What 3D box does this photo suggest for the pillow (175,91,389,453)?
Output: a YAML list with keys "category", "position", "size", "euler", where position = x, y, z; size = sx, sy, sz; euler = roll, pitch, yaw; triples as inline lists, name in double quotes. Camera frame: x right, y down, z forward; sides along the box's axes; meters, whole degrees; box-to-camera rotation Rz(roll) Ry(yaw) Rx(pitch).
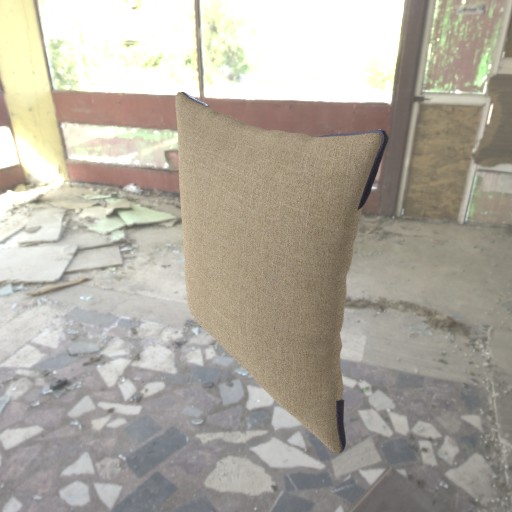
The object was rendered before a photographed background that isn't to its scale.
- category: "pillow"
  position: [0.000, 0.000, 0.676]
  size: [0.147, 0.441, 0.440]
  euler: [-18, 31, -32]
